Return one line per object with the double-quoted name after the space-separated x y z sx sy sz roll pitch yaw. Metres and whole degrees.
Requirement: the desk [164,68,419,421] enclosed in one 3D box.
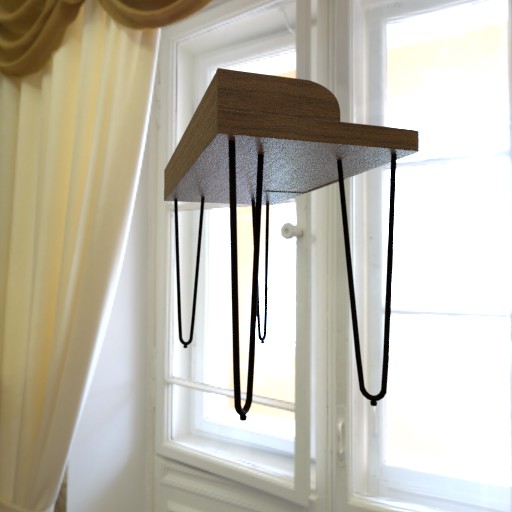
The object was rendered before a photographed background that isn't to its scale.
0.000 0.000 1.675 0.565 0.854 1.200 0 -1 -17 "desk"
